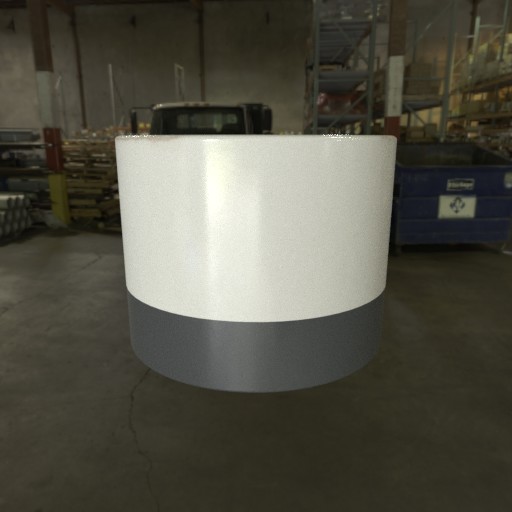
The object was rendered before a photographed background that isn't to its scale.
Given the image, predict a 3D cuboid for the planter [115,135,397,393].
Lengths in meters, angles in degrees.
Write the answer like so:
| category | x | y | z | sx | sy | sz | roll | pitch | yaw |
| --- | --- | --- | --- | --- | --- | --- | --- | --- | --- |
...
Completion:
| category | x | y | z | sx | sy | sz | roll | pitch | yaw |
| --- | --- | --- | --- | --- | --- | --- | --- | --- | --- |
| planter | 0.000 | 0.000 | 0.339 | 0.193 | 0.177 | 0.193 | 0 | 15 | 0 |
